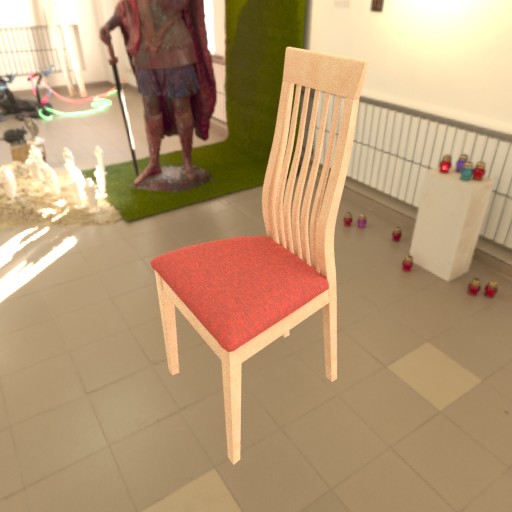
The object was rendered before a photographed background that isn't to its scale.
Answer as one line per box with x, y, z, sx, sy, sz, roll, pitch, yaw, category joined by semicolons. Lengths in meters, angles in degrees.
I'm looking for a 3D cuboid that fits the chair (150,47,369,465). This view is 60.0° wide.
0.000;0.000;1.259;0.474;1.027;0.460;-20;37;-28;chair
